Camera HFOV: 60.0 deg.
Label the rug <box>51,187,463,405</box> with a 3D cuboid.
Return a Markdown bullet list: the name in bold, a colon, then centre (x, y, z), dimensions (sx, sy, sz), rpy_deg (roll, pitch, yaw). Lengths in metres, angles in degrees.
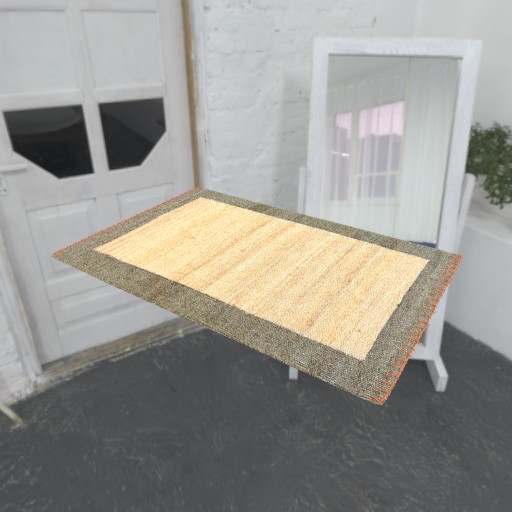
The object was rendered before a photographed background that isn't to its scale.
- **rug**: centre (0.000, 0.000, 2.337), dimensions (1.838, 0.019, 1.220), rpy_deg (18, 34, 29)
